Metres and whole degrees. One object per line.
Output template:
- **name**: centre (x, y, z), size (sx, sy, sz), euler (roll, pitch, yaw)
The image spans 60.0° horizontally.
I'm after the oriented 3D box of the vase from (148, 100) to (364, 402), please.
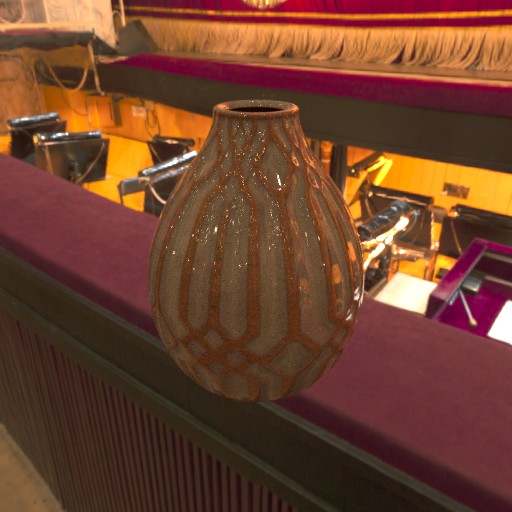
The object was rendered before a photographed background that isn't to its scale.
- **vase**: centre (0.000, 0.000, 0.269), size (0.131, 0.175, 0.131), euler (0, 28, 0)
